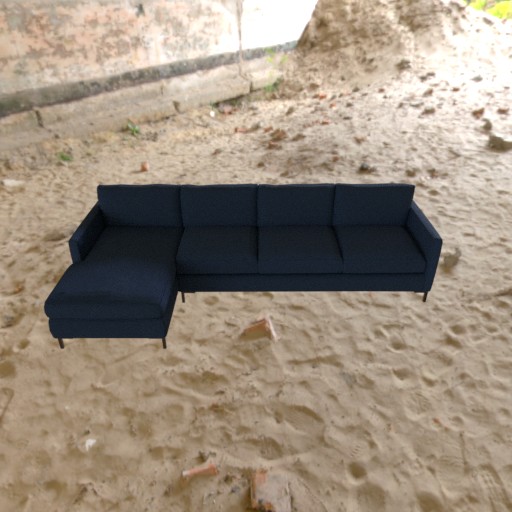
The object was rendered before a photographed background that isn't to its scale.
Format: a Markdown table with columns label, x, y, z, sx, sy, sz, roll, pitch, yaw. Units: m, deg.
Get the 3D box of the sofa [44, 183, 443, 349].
| label | x | y | z | sx | sy | sz | roll | pitch | yaw |
| --- | --- | --- | --- | --- | --- | --- | --- | --- | --- |
| sofa | 0.000 | 0.000 | 2.988 | 2.450 | 0.679 | 1.128 | 0 | 31 | 0 |
